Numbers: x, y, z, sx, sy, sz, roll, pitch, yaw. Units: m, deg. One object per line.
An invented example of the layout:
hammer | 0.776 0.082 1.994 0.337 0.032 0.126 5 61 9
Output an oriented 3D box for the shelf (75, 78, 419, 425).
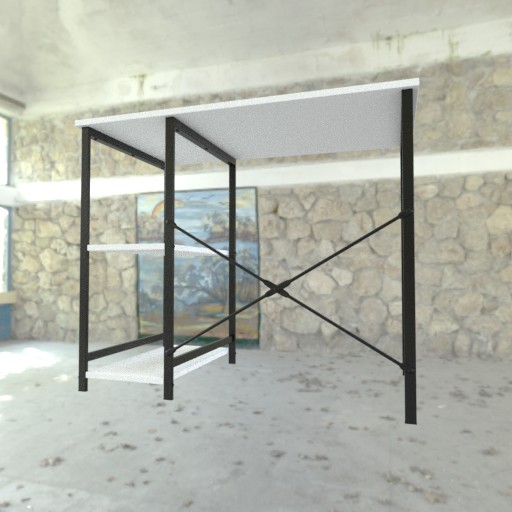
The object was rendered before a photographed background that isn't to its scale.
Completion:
shelf | 0.000 0.000 1.324 0.902 0.750 0.498 -1 -2 18
